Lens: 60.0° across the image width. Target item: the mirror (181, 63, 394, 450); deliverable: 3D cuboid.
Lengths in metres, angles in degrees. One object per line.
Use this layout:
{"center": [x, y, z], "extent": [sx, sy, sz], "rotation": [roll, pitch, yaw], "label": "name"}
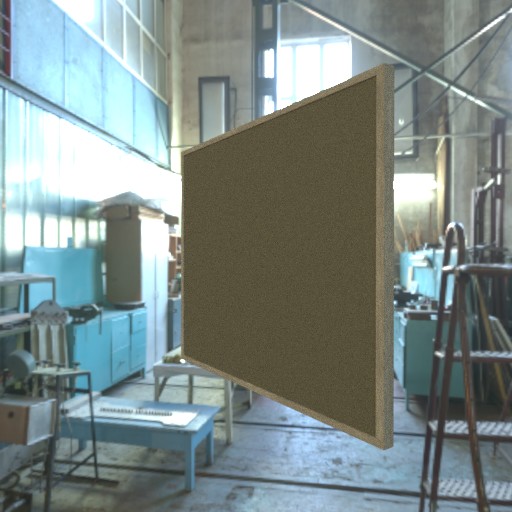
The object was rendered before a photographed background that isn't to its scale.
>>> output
{"center": [0.000, 0.000, 1.136], "extent": [0.028, 0.689, 0.839], "rotation": [0, 0, -35], "label": "mirror"}
